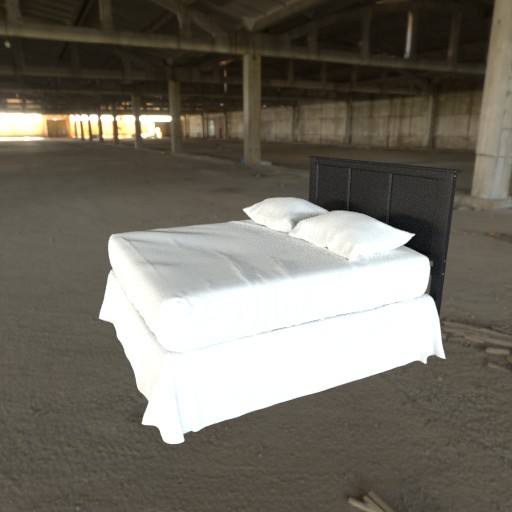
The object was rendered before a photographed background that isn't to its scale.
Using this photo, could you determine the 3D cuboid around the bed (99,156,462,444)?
[{"bbox_3d":[0.000,0.000,3.196,2.050,1.270,1.870,-8,18,-26],"label":"bed"}]
